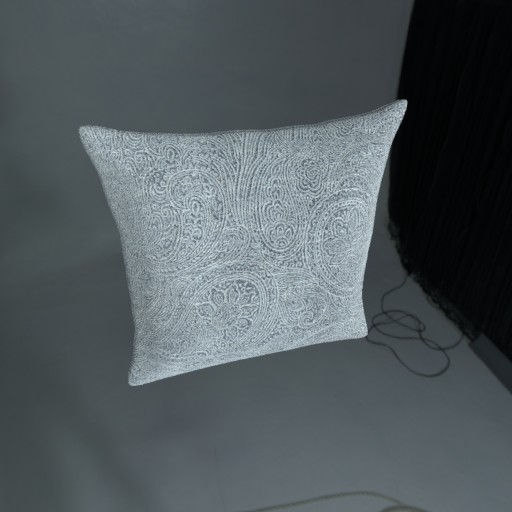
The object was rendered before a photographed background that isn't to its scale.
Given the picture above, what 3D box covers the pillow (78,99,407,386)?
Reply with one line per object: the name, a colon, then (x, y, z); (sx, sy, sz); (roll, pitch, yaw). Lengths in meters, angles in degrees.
pillow: (0.000, 0.000, 0.801); (0.523, 0.510, 0.166); (-9, 34, -14)
